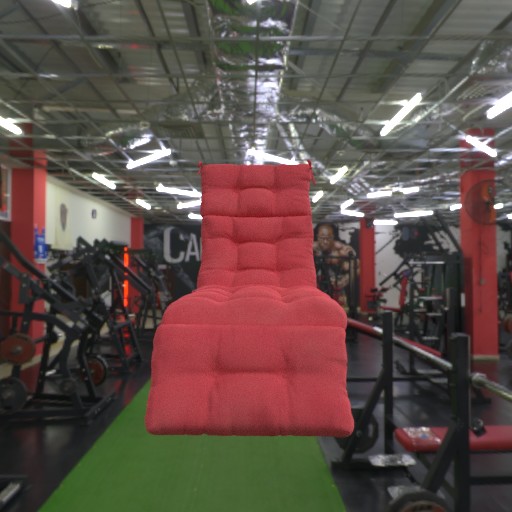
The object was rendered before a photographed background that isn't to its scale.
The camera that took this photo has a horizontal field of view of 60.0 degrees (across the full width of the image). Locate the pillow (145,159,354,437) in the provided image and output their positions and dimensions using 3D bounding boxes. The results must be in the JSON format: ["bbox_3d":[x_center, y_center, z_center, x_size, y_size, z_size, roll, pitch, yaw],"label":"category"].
[{"bbox_3d":[0.000,0.000,1.507,0.526,0.863,1.016,0,-1,1],"label":"pillow"}]
